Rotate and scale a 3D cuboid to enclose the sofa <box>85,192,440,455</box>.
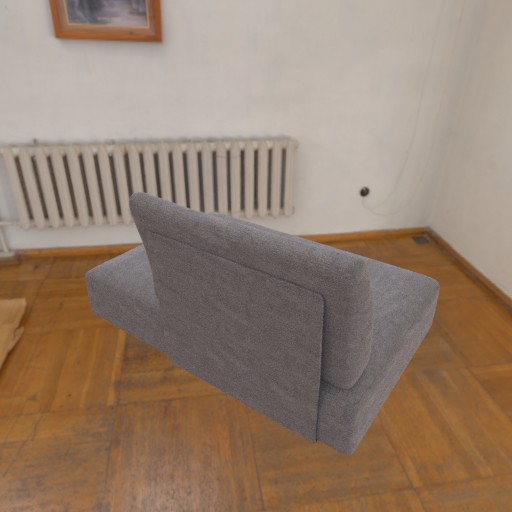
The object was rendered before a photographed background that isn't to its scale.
[{"bbox_3d":[0.000,0.000,2.031,1.450,0.820,1.002,19,34,31],"label":"sofa"}]
